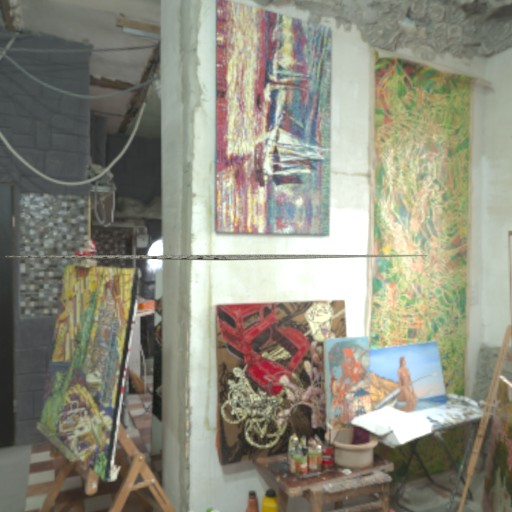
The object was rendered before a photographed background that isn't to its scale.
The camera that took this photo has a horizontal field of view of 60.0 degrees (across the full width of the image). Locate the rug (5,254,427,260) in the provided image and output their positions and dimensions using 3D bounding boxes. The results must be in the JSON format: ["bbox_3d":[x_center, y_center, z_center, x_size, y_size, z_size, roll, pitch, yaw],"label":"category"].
[{"bbox_3d":[0.000,0.000,2.880,1.523,0.008,2.438,0,1,36],"label":"rug"}]
